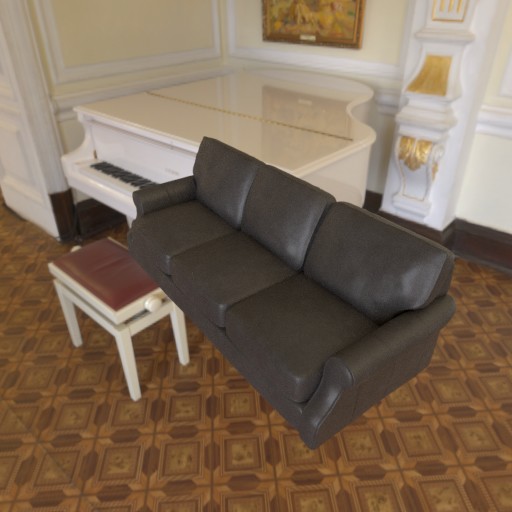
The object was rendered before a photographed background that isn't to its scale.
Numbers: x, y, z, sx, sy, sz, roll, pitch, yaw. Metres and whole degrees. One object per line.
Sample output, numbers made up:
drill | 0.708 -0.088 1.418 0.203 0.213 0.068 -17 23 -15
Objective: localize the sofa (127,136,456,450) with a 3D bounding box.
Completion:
sofa | 0.000 0.000 2.913 0.974 0.977 2.387 -21 38 -30
